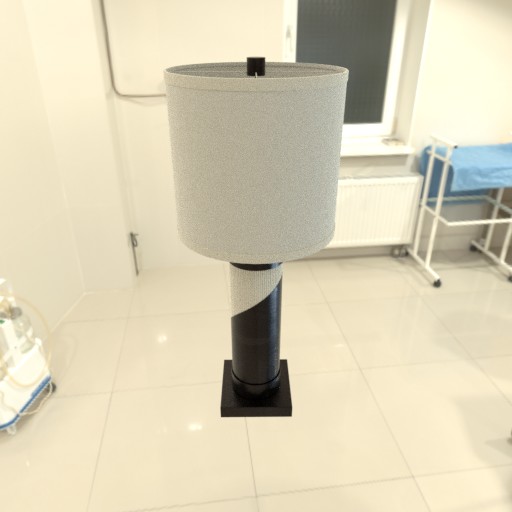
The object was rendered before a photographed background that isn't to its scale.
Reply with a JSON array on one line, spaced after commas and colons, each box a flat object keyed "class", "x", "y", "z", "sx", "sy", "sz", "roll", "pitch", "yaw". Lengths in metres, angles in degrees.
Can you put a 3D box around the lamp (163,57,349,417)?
[{"class": "lamp", "x": 0.000, "y": 0.000, "z": 0.622, "sx": 0.211, "sy": 0.509, "sz": 0.211, "roll": 0, "pitch": 28, "yaw": -1}]
